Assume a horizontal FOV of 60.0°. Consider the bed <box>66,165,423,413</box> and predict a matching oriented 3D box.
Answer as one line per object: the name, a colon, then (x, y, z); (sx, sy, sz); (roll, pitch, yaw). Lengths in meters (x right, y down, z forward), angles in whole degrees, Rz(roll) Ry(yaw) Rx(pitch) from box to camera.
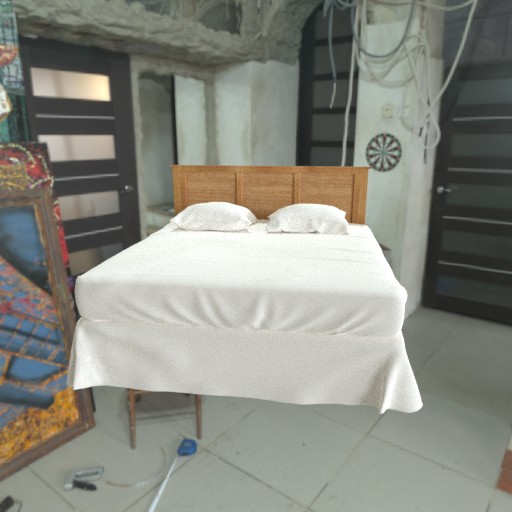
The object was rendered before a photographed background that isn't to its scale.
bed: (0.000, 0.000, 3.530); (2.317, 1.270, 2.215); (2, 15, 8)
